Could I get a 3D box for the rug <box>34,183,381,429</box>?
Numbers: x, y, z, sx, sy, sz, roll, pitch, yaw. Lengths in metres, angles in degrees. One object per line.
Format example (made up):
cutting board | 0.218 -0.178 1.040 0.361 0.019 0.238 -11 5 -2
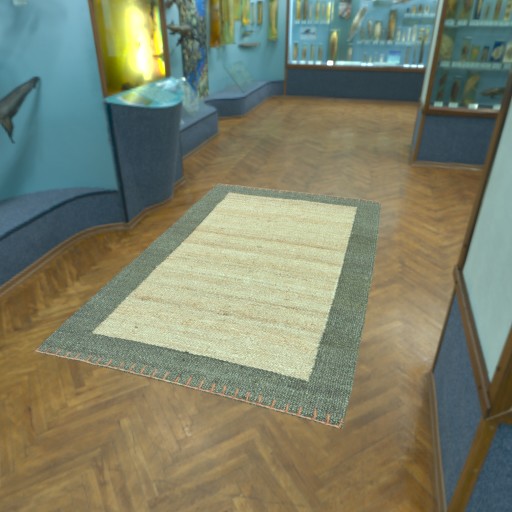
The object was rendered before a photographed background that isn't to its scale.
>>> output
rug | 0.000 0.000 2.954 1.521 0.006 2.435 9 31 15
